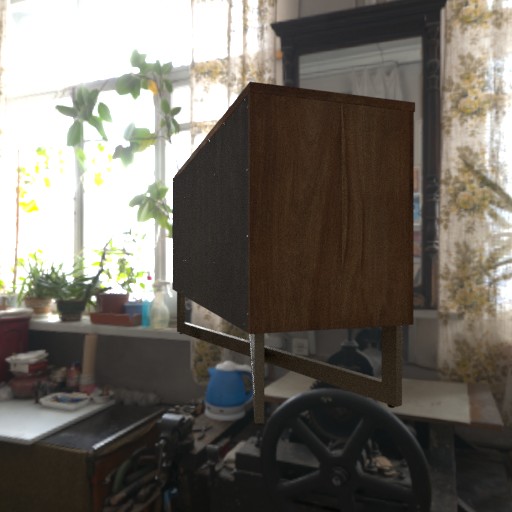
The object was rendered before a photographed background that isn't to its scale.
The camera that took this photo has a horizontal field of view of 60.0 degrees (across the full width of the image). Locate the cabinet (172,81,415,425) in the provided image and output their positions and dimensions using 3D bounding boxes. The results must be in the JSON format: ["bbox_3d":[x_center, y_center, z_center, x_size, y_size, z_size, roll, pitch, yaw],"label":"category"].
[{"bbox_3d":[0.000,0.000,1.751,0.480,0.812,1.373,0,0,-18],"label":"cabinet"}]
